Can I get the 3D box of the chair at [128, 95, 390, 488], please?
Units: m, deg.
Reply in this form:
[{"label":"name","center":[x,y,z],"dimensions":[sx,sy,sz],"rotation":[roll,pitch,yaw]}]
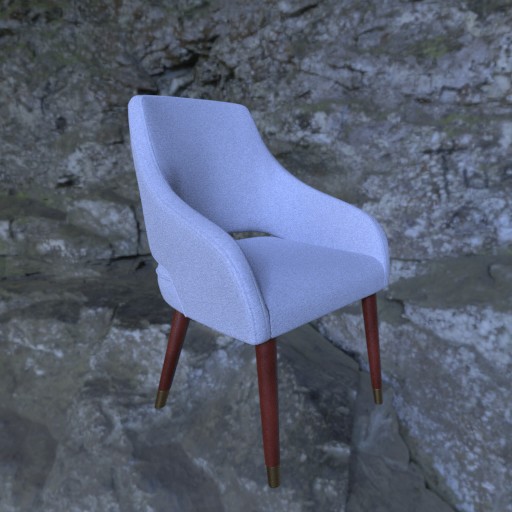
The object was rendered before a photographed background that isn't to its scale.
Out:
[{"label":"chair","center":[0.000,0.000,1.261],"dimensions":[0.600,0.889,0.609],"rotation":[13,19,43]}]
